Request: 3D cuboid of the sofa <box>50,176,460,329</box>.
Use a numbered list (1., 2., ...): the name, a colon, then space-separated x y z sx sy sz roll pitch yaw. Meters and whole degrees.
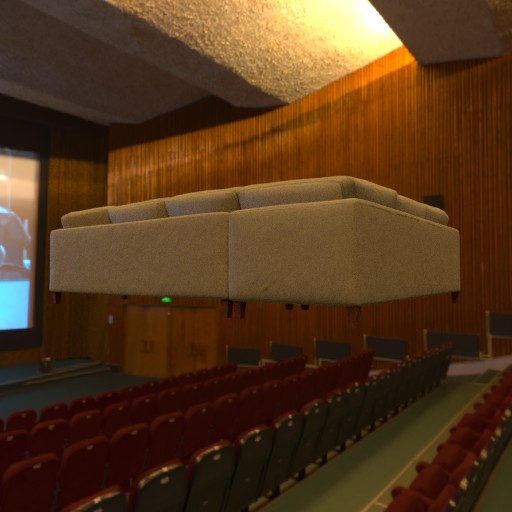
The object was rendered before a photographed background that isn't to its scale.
1. sofa: 0.000 0.000 4.443 3.301 0.947 2.592 -1 -2 37
